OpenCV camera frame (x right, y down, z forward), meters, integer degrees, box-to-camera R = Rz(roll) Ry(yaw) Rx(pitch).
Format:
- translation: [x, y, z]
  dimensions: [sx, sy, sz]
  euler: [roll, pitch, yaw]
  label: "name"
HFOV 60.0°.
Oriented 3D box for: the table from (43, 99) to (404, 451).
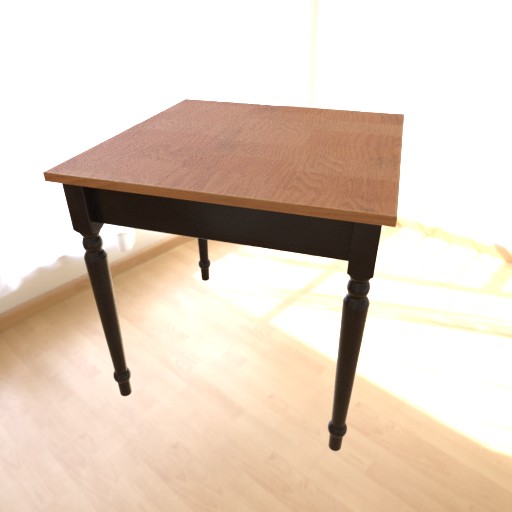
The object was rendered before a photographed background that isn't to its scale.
- translation: [0.000, 0.000, 1.372]
  dimensions: [0.747, 0.738, 0.747]
  euler: [9, 33, 14]
  label: "table"
